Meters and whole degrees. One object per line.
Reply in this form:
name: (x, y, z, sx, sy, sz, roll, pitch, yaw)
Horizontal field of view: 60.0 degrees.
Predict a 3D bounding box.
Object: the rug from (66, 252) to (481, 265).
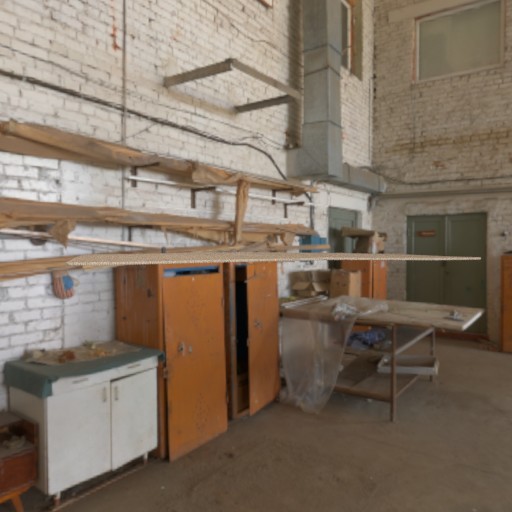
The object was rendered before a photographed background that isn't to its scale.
rug: (0.000, 0.000, 3.806, 2.869, 0.038, 2.032, -1, 2, -19)
